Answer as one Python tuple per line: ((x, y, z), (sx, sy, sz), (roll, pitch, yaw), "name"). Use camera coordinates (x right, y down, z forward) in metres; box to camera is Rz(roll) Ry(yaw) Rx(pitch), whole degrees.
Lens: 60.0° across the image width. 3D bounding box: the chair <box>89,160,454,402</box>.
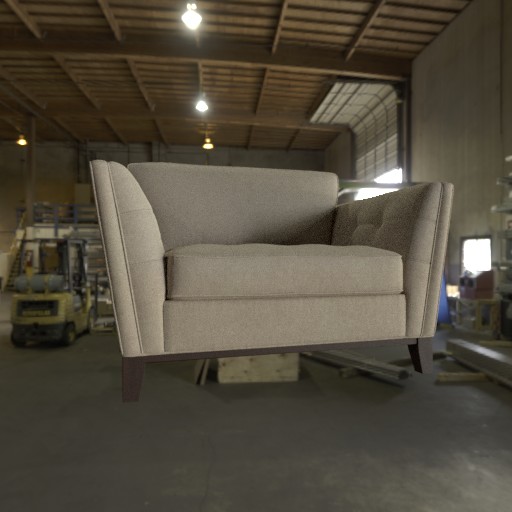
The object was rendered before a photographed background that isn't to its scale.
((0.000, 0.000, 2.038), (1.397, 0.940, 0.965), (0, 0, -18), "chair")
